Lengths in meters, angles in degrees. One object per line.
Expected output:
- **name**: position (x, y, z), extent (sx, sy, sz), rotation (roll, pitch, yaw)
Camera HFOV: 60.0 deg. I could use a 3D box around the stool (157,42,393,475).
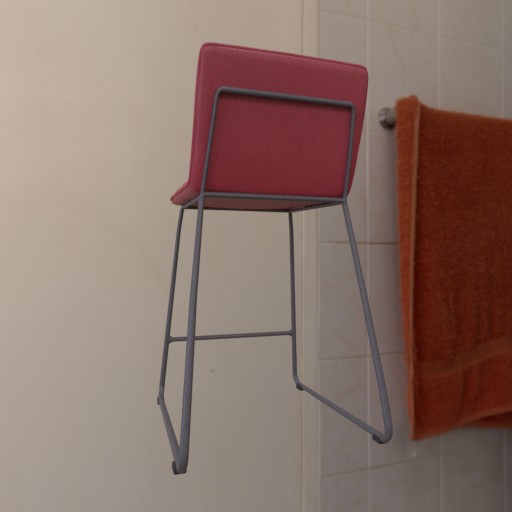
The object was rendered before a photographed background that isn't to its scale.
- **stool**: position (0.000, 0.000, 1.168), extent (0.489, 0.866, 0.524), rotation (0, 0, -18)
